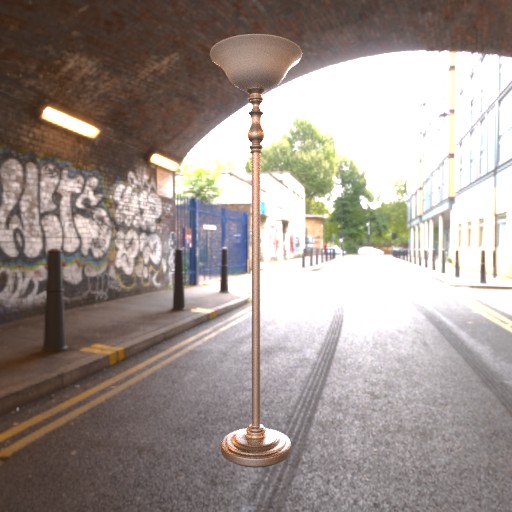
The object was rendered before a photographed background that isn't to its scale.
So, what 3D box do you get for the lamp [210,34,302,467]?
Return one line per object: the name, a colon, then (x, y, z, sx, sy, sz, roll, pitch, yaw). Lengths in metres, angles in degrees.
lamp: (0.000, 0.000, 1.980, 0.405, 1.771, 0.405, -1, 2, -36)
